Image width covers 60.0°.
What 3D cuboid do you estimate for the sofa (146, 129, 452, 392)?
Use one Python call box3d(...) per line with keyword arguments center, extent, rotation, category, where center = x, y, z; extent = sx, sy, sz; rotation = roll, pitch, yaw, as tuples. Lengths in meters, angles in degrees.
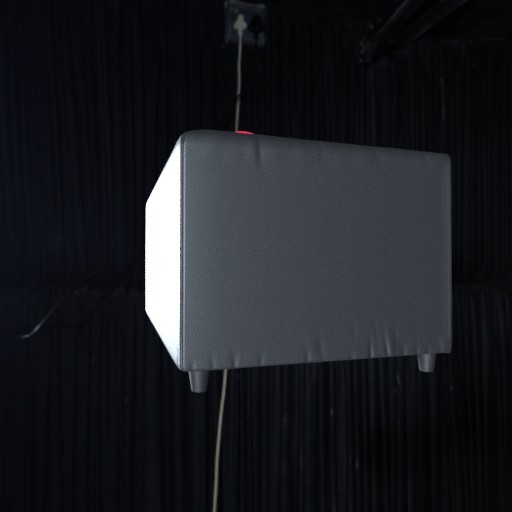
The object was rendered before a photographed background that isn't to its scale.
box3d(center=(0.000, 0.000, 1.908), extent=(0.845, 0.735, 1.410), rotation=(0, -1, -17), category="sofa")
